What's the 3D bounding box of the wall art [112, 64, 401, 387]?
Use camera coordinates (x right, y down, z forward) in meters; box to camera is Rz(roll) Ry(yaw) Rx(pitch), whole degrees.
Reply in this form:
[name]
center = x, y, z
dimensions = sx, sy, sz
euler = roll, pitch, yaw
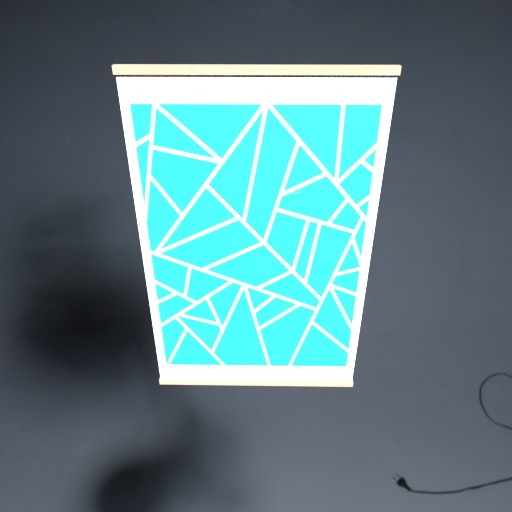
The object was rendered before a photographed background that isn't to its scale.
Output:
[wall art]
center = 0.000, 0.000, 1.908
dimensions = 0.990, 1.519, 0.030
euler = 0, 30, 1
